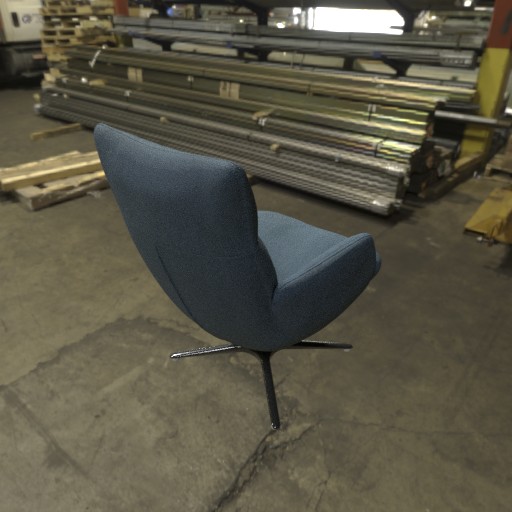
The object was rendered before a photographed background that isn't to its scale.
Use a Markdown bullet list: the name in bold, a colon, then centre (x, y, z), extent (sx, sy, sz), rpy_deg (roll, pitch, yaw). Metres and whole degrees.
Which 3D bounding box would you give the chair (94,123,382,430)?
- **chair**: centre (0.000, 0.000, 1.593), extent (0.711, 1.016, 0.889), rpy_deg (23, 38, 33)
